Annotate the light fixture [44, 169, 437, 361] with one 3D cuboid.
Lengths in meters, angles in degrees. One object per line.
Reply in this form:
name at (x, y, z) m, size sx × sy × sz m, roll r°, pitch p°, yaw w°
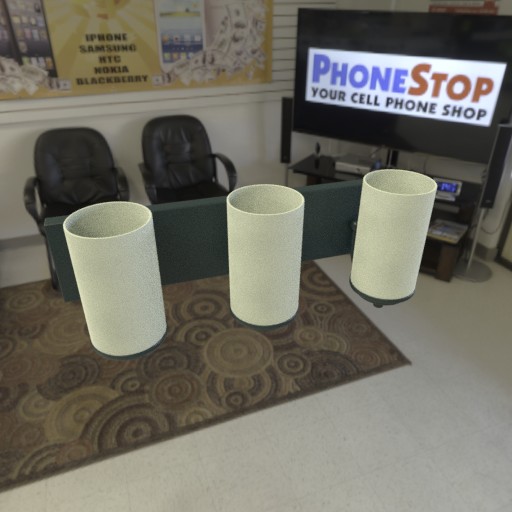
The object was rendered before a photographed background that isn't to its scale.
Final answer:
light fixture at (0.000, 0.000, 0.523) m, size 0.451 × 0.172 × 0.145 m, roll -9°, pitch 32°, yaw -15°
